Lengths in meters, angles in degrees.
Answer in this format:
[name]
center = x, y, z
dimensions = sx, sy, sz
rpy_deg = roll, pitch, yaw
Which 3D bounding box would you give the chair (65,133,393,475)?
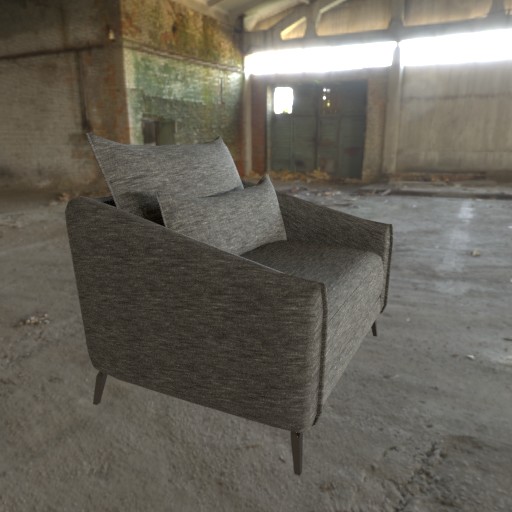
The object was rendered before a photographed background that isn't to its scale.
[chair]
center = 0.000, 0.000, 1.578
dimensions = 0.805, 0.842, 1.004
rpy_deg = 7, 16, 26
